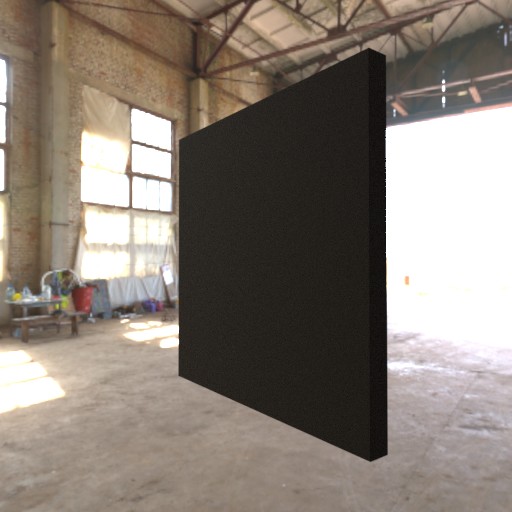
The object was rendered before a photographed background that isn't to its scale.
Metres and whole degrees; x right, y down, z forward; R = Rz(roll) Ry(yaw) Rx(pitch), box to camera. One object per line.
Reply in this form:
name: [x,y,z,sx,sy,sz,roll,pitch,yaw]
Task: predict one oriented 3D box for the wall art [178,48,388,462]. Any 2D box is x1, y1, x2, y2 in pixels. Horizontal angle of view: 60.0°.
wall art: [0.000,0.000,0.684,0.030,0.458,0.462,1,-1,-37]
